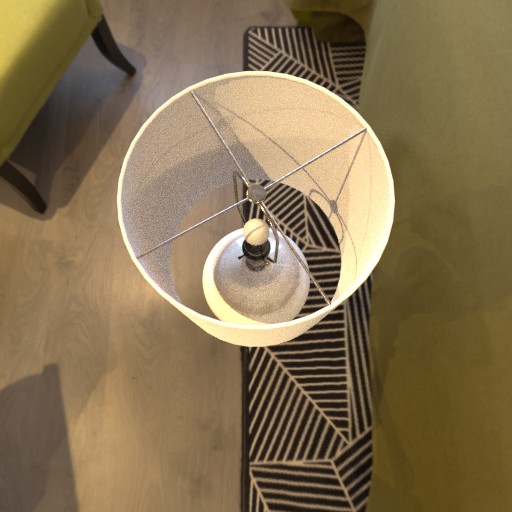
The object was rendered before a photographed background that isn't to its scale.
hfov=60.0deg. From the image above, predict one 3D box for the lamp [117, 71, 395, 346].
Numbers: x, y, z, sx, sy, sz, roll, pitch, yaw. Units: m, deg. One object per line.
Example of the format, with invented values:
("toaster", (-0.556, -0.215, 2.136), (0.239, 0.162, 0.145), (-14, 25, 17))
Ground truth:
("lamp", (0.000, 0.000, 0.541), (0.217, 0.404, 0.217), (-30, 77, -8))
